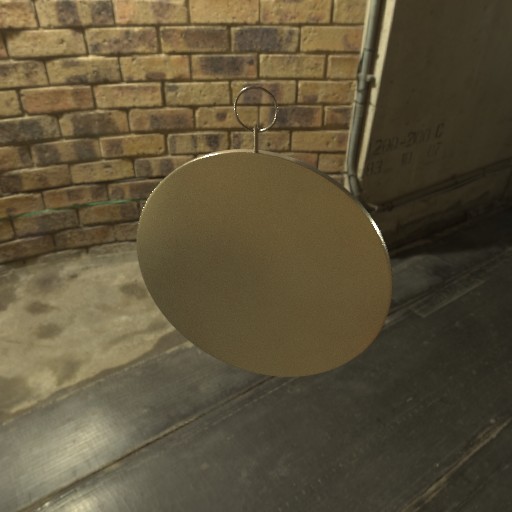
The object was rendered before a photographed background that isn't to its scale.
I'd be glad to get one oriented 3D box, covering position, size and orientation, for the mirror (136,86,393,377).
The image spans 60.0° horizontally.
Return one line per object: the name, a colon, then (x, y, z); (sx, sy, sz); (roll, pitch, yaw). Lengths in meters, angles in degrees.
mirror: (0.000, 0.000, 0.977); (0.594, 0.713, 0.020); (9, 34, 14)
